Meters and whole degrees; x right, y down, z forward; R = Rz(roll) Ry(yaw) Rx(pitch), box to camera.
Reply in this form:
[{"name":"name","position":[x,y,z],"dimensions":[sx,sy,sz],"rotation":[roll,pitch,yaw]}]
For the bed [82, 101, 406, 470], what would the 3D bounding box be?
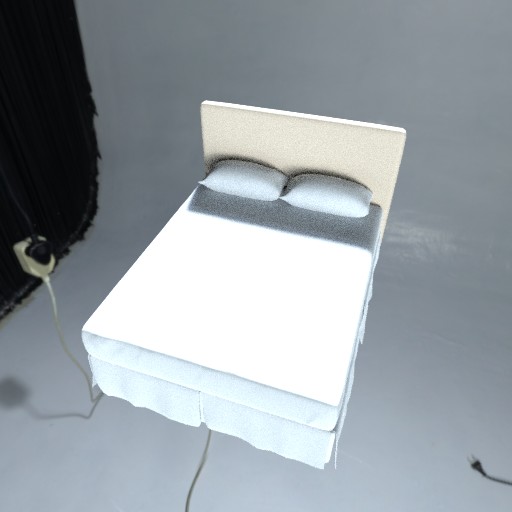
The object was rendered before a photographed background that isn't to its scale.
[{"name":"bed","position":[0.000,0.000,3.234],"dimensions":[1.748,1.330,2.142],"rotation":[13,43,14]}]
